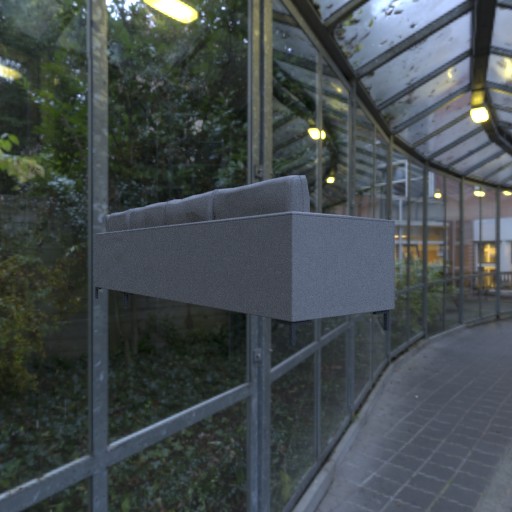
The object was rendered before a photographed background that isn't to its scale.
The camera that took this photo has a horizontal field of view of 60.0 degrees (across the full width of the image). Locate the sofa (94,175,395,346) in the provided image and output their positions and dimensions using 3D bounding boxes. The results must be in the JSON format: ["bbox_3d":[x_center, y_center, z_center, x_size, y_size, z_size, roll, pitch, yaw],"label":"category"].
[{"bbox_3d":[0.000,0.000,4.321,2.077,0.964,3.331,0,0,-38],"label":"sofa"}]
